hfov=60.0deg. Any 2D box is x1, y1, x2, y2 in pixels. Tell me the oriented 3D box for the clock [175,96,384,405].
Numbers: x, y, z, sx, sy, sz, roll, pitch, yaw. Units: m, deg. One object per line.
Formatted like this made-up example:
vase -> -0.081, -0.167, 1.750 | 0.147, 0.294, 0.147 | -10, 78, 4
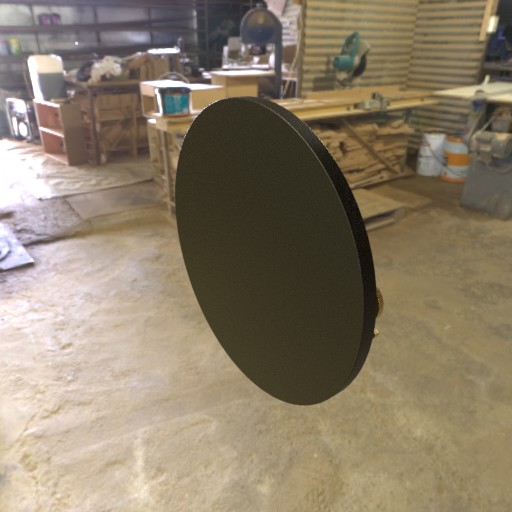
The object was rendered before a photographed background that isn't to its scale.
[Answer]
clock -> 0.000, 0.000, 0.668 | 0.038, 0.454, 0.454 | -18, 32, -32
